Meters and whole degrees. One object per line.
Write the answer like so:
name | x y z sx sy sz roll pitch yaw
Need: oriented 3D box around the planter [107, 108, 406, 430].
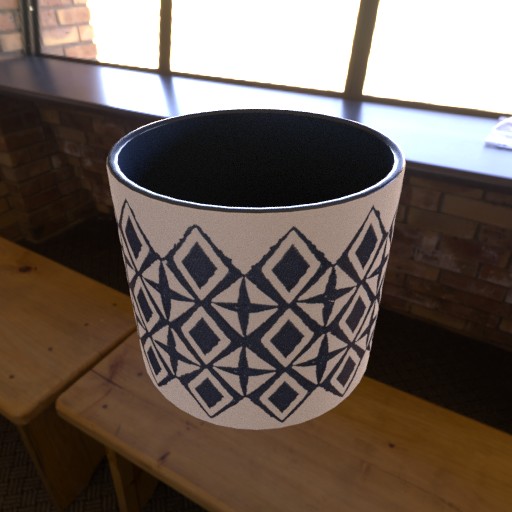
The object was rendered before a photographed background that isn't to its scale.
planter | 0.000 0.000 0.322 0.182 0.165 0.182 0 33 0
